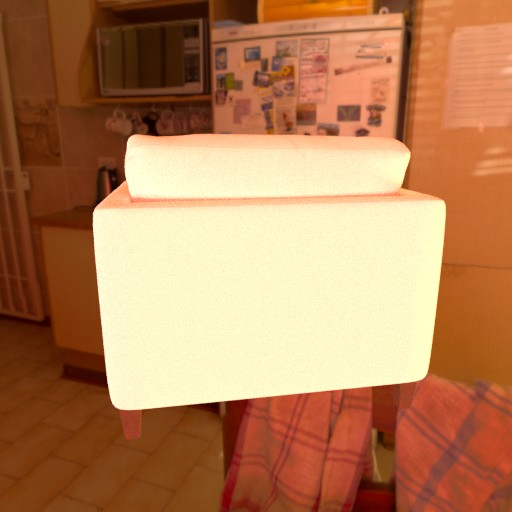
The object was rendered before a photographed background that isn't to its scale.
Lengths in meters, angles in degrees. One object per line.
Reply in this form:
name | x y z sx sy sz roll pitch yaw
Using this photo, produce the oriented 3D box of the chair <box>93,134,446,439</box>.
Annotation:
chair | 0.000 0.000 1.671 1.019 0.885 0.878 -3 15 -10
